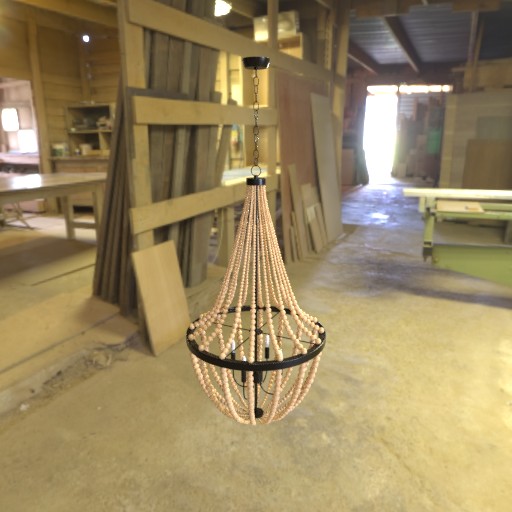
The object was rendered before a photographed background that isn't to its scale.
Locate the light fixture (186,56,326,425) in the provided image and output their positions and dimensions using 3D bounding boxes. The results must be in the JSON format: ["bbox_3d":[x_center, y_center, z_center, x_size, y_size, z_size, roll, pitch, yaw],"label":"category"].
[{"bbox_3d":[0.000,0.000,1.377,0.450,1.133,0.450,0,15,0],"label":"light fixture"}]
